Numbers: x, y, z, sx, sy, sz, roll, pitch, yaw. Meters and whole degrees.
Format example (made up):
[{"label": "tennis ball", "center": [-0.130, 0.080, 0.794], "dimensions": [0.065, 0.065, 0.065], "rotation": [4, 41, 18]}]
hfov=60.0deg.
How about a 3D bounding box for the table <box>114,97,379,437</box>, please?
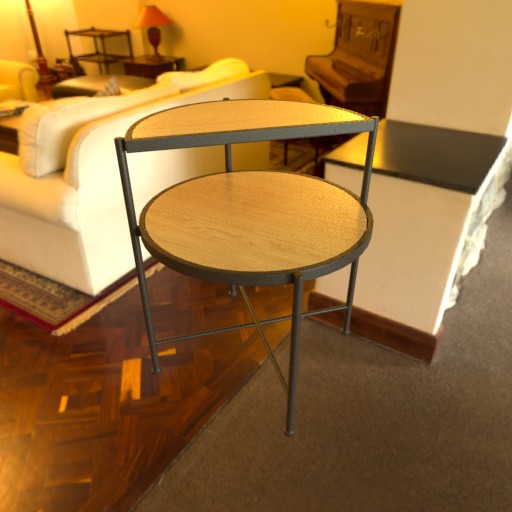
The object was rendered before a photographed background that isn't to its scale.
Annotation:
[{"label": "table", "center": [0.000, 0.000, 1.178], "dimensions": [0.629, 0.684, 0.628], "rotation": [-9, 33, -14]}]
